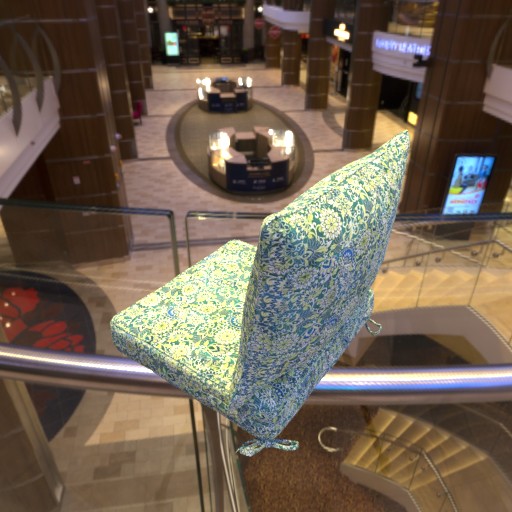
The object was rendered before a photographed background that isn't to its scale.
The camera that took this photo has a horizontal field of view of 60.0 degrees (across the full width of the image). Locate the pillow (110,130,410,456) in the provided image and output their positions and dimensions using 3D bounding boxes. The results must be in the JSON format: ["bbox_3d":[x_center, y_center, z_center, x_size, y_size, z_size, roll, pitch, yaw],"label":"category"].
[{"bbox_3d":[0.000,0.000,1.390,0.740,0.722,0.798,21,37,30],"label":"pillow"}]
